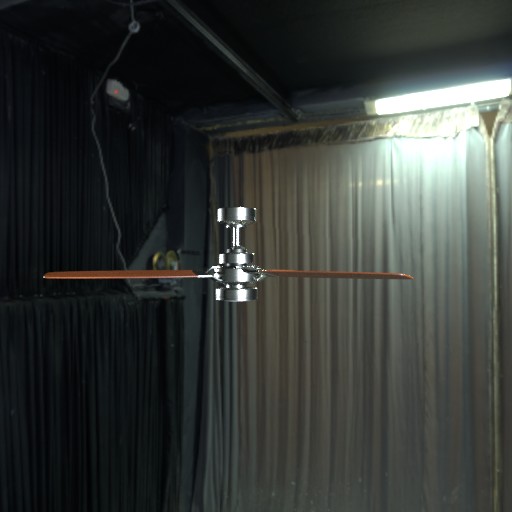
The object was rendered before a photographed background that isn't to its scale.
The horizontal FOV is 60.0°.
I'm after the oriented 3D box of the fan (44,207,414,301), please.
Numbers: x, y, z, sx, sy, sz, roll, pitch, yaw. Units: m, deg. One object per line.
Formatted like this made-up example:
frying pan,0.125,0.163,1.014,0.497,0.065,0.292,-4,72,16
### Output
fan,0.000,0.000,2.111,1.416,0.410,1.271,-1,-2,20
